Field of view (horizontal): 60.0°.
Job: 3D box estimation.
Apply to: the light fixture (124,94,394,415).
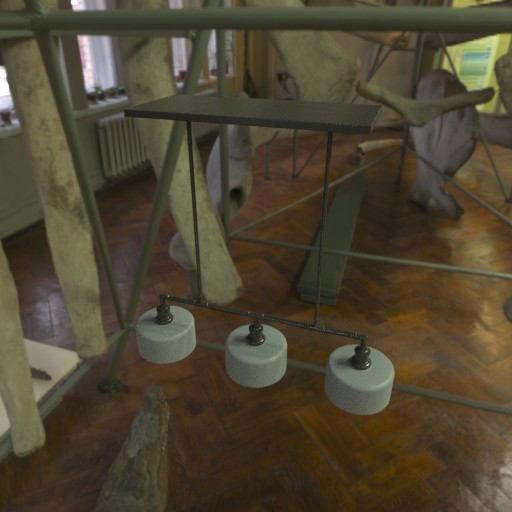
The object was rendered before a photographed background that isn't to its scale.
[{"bbox_3d":[0.000,0.000,0.863,0.582,0.557,0.177,9,29,17],"label":"light fixture"}]
